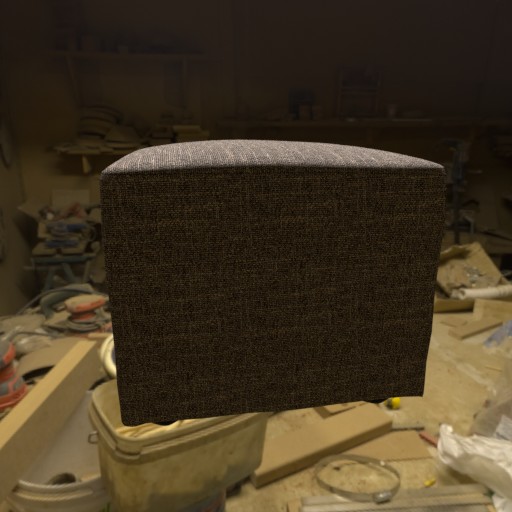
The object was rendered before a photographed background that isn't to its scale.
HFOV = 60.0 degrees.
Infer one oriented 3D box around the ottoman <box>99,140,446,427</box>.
[{"bbox_3d":[0.000,0.000,0.904,0.512,0.453,0.521,-3,16,-9],"label":"ottoman"}]
